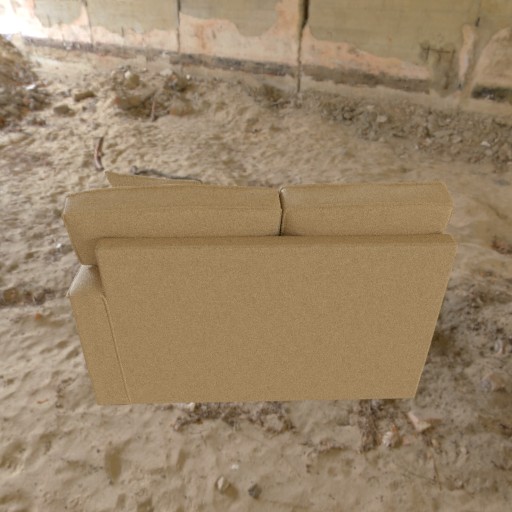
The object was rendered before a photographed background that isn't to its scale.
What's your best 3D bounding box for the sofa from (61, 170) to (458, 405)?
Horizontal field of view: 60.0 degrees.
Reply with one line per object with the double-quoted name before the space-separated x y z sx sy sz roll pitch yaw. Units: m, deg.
"sofa" 0.000 0.000 2.061 1.388 0.989 0.991 -1 32 -1
